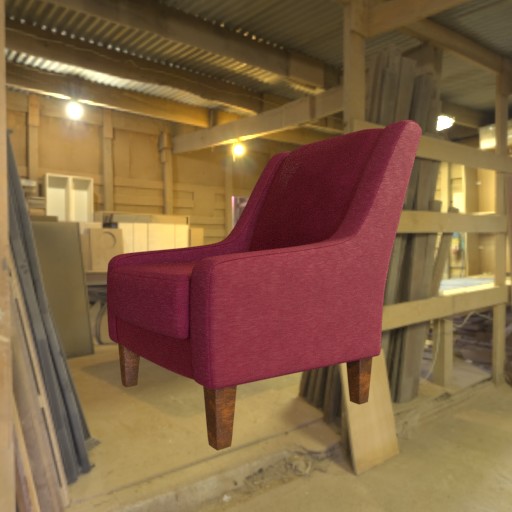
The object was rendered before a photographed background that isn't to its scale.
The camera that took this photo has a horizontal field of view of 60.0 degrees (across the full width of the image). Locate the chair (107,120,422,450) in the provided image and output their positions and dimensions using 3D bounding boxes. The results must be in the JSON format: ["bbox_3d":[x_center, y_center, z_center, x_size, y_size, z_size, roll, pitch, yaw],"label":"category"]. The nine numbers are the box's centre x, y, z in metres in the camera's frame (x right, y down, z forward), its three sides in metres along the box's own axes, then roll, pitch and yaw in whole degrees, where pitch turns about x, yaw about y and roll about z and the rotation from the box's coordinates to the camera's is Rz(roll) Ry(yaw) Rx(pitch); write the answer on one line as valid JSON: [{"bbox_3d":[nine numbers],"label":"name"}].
[{"bbox_3d":[0.000,0.000,1.684,0.985,1.017,0.793,-1,1,-37],"label":"chair"}]
